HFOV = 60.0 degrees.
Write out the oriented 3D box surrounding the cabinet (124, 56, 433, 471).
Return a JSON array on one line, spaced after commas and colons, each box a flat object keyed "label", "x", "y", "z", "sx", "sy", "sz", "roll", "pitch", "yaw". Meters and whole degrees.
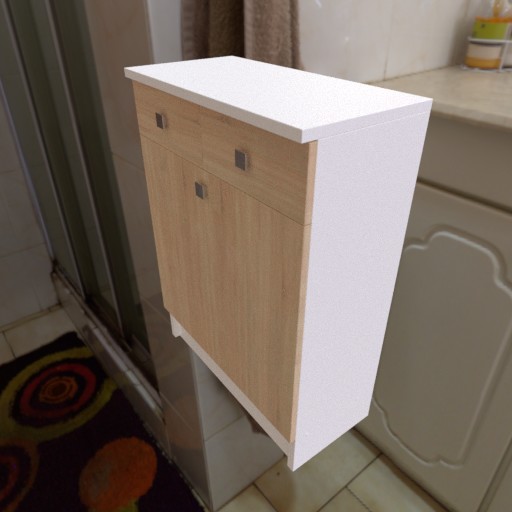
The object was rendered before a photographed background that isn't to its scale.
[{"label": "cabinet", "x": 0.000, "y": 0.000, "z": 1.090, "sx": 0.296, "sy": 0.815, "sz": 0.600, "roll": -22, "pitch": 38, "yaw": -31}]
